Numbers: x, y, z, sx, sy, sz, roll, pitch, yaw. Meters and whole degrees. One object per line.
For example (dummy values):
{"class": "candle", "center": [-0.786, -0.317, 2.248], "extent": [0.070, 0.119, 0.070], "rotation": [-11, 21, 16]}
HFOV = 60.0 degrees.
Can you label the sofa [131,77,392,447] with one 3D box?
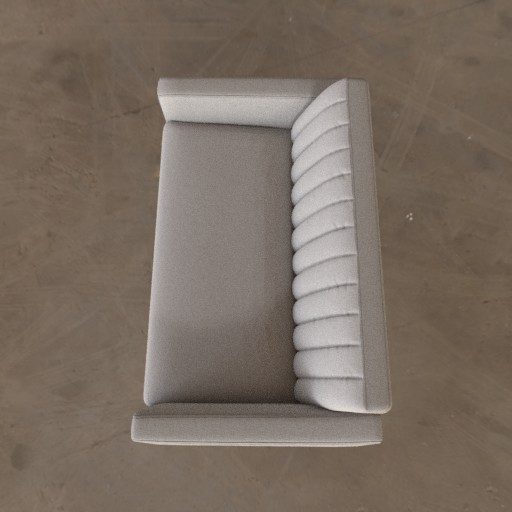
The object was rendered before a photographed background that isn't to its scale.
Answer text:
{"class": "sofa", "center": [0.000, 0.000, 2.061], "extent": [0.950, 0.801, 1.585], "rotation": [0, 74, 0]}
